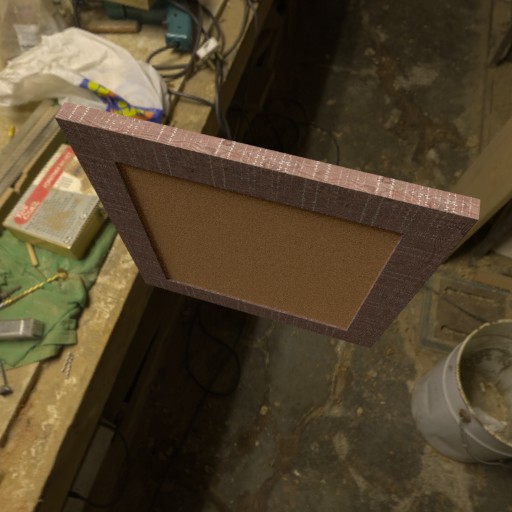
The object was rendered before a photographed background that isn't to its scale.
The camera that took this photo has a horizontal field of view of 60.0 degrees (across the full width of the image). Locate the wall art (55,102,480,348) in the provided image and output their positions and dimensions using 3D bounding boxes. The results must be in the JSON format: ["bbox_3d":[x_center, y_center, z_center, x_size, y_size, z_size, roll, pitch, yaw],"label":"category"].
[{"bbox_3d":[0.000,0.000,0.775,0.531,0.531,0.029,15,64,8],"label":"wall art"}]
